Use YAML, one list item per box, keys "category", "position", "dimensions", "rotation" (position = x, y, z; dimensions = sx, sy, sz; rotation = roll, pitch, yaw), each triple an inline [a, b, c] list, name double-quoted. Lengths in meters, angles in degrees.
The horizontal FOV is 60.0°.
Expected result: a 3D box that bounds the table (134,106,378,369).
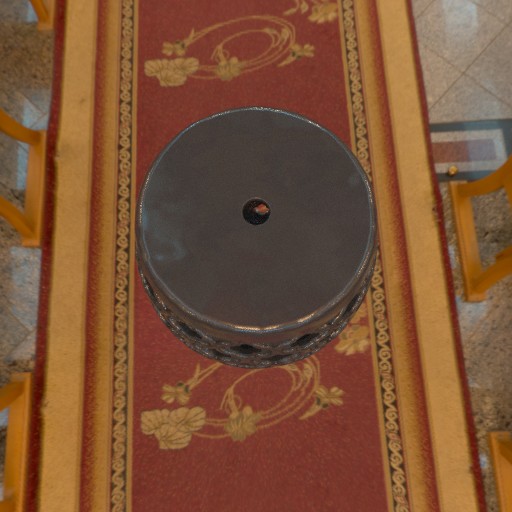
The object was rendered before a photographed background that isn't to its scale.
- category: "table"
  position: [0.000, 0.000, 0.658]
  dimensions: [0.325, 0.388, 0.325]
  rotation: [0, 76, 0]
